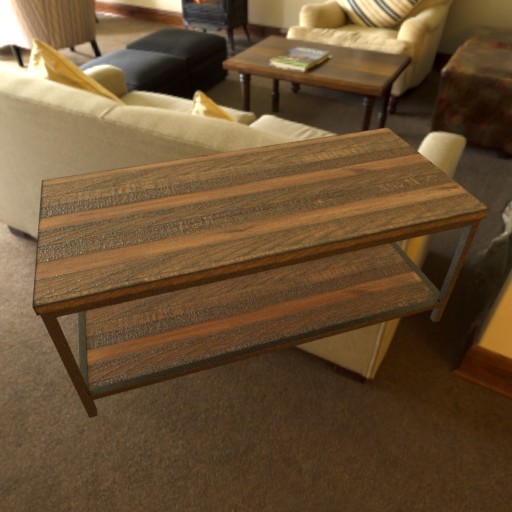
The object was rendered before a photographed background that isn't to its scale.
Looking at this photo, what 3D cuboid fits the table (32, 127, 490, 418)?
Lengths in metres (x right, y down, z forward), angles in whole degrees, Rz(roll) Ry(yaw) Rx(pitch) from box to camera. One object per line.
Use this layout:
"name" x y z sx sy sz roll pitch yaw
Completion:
"table" 0.000 0.000 1.202 0.990 0.399 0.452 -12 42 -13
